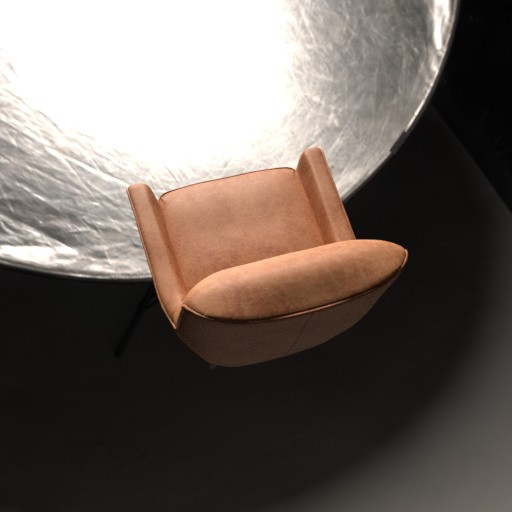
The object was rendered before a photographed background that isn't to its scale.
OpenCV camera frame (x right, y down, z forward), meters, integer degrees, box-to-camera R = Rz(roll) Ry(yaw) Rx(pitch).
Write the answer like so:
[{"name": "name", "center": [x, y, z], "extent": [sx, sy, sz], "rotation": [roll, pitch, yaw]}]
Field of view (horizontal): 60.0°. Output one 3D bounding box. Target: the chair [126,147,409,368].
[{"name": "chair", "center": [0.000, 0.000, 1.468], "extent": [0.753, 0.883, 0.851], "rotation": [-13, 58, -9]}]
